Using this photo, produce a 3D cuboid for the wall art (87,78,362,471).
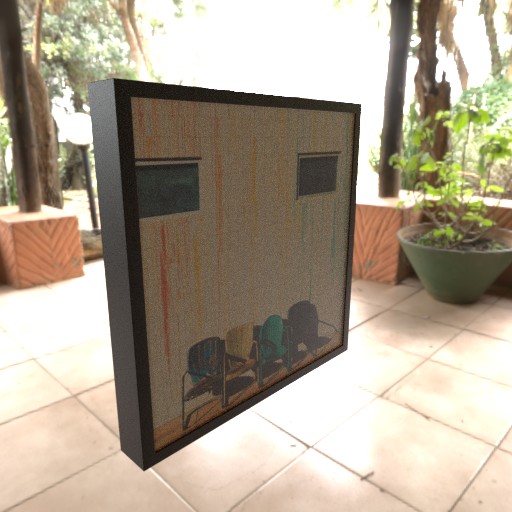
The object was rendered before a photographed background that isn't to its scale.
[{"bbox_3d":[0.000,0.000,0.444,0.038,0.304,0.304,14,20,42],"label":"wall art"}]
